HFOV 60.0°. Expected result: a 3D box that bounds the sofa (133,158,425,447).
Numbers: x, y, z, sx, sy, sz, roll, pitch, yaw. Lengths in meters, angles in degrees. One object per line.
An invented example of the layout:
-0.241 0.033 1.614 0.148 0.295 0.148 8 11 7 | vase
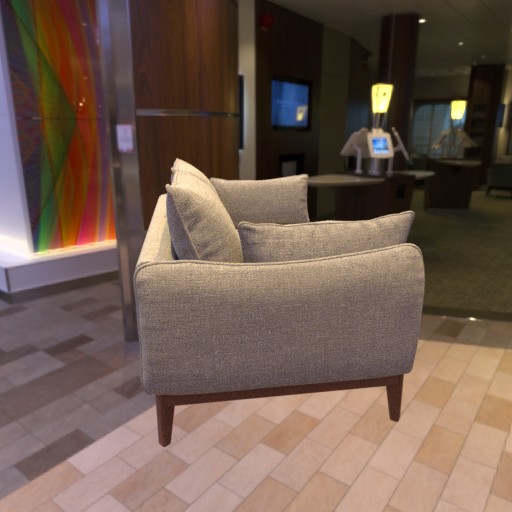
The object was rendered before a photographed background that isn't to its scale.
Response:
0.000 0.000 2.112 0.972 0.851 1.580 -3 16 -9 | sofa
